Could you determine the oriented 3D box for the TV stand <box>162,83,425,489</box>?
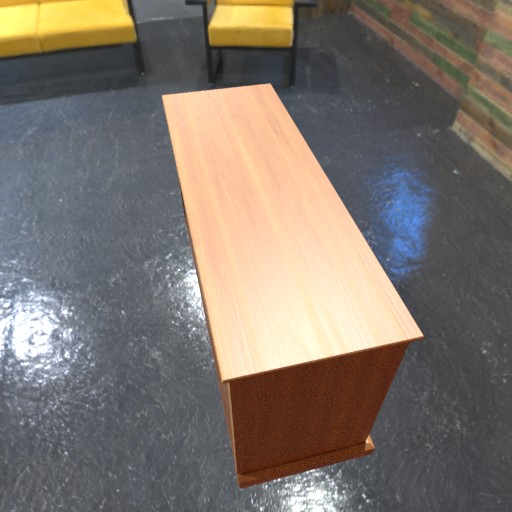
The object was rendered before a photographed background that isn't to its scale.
[{"bbox_3d":[0.000,0.000,1.462,0.417,0.607,1.181,-10,46,-10],"label":"TV stand"}]
